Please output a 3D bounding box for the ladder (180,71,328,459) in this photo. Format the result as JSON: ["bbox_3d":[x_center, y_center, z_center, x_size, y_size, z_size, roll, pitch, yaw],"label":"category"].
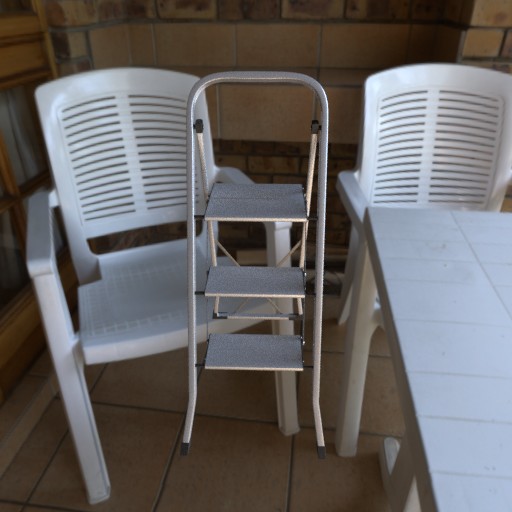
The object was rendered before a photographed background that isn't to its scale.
[{"bbox_3d":[0.000,0.000,1.432,0.465,1.070,0.704,1,31,1],"label":"ladder"}]
